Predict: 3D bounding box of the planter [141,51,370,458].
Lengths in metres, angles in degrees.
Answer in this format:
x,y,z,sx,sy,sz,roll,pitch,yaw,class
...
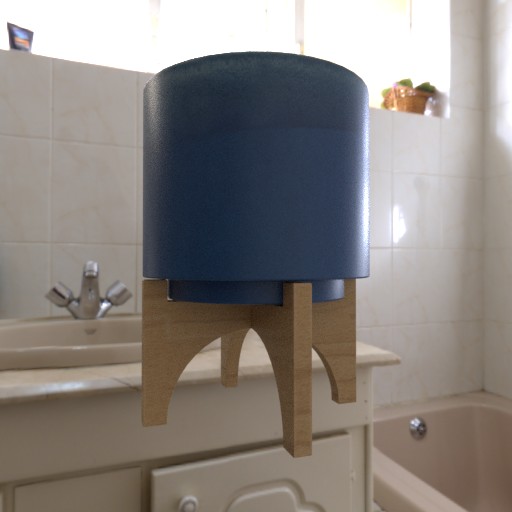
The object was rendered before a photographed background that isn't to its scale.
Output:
x,y,z,sx,sy,sz,roll,pitch,yaw,class
0.000,0.000,0.526,0.261,0.367,0.261,0,-1,0,planter
